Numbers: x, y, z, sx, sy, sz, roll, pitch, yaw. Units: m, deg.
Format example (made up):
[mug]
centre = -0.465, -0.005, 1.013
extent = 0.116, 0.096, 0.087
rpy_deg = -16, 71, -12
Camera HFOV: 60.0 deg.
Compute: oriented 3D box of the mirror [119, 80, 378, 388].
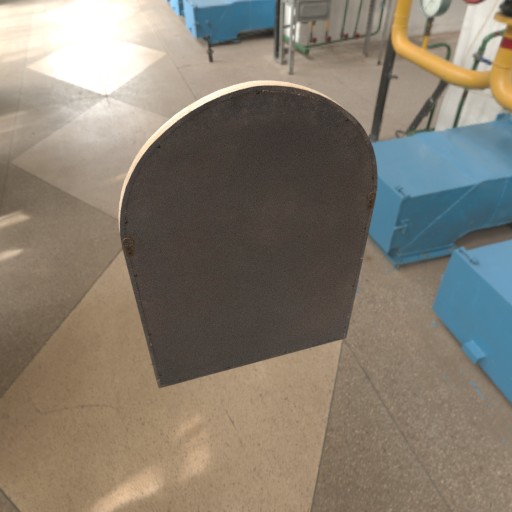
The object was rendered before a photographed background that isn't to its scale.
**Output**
[mirror]
centre = 0.000, 0.000, 1.195
extent = 0.660, 0.920, 0.032
rpy_deg = -12, 42, -13
